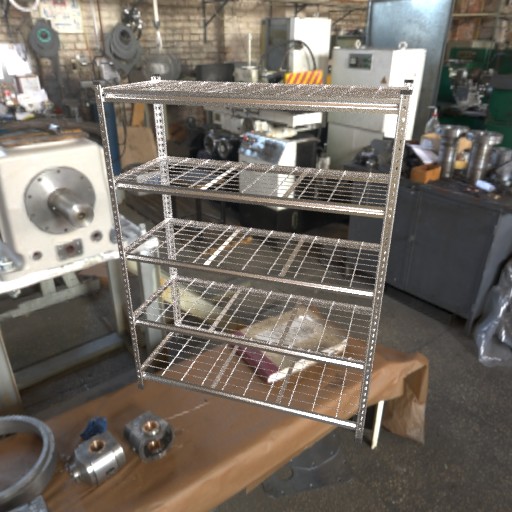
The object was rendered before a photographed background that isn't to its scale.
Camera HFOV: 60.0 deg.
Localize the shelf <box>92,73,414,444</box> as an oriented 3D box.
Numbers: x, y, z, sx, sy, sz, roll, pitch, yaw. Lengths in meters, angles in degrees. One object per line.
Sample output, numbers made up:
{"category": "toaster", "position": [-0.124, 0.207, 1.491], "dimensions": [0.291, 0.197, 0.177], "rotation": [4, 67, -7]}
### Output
{"category": "shelf", "position": [0.000, 0.000, 2.682], "dimensions": [1.524, 1.981, 0.610], "rotation": [8, 27, 16]}
